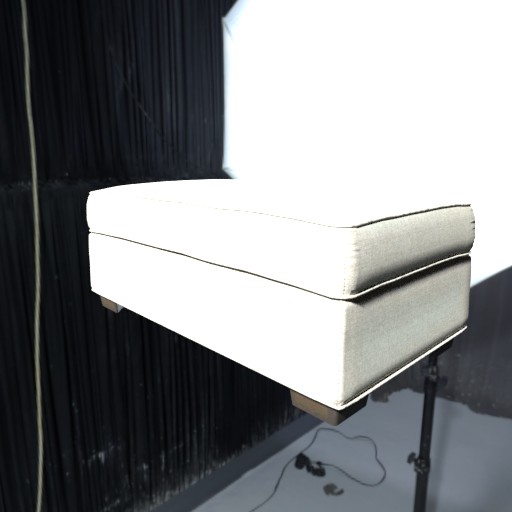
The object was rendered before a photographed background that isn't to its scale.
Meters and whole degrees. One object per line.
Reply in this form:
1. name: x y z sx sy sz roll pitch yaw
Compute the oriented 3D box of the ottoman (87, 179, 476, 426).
1. ottoman: 0.000 0.000 1.388 0.617 0.448 1.097 -12 17 -43
